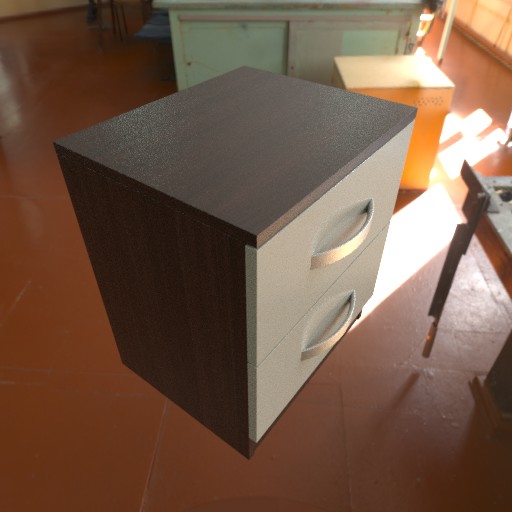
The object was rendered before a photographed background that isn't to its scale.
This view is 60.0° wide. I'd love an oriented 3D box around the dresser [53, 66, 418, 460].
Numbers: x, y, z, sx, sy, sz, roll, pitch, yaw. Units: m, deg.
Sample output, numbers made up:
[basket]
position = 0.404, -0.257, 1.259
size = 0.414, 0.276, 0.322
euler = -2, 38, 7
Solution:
[dresser]
position = 0.000, 0.000, 0.765
size = 0.360, 0.470, 0.400
euler = 26, 46, 28
